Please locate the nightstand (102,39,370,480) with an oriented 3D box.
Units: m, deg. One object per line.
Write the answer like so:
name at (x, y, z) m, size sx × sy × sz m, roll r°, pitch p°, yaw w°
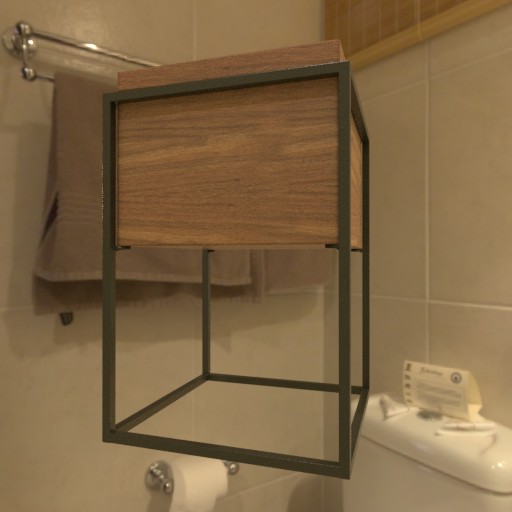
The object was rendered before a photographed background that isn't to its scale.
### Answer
nightstand at (0.000, 0.000, 0.848) m, size 0.397 × 0.607 × 0.397 m, roll 0°, pitch 0°, yaw 18°
